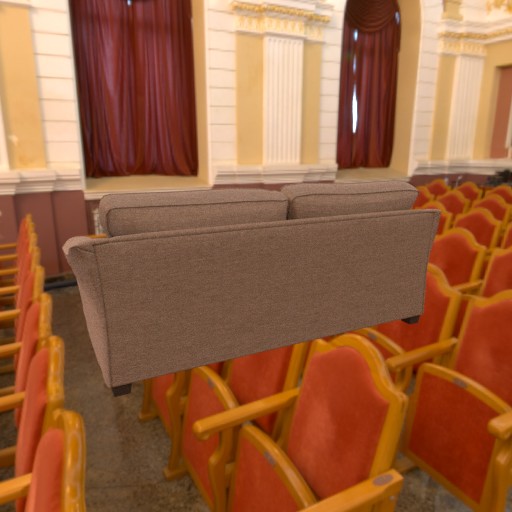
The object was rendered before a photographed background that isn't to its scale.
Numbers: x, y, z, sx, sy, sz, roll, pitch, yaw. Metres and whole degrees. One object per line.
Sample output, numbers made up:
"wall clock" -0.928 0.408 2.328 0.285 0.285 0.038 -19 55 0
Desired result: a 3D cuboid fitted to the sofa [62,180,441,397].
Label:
"sofa" 0.000 0.000 2.861 2.270 0.965 0.980 -7 16 -27
